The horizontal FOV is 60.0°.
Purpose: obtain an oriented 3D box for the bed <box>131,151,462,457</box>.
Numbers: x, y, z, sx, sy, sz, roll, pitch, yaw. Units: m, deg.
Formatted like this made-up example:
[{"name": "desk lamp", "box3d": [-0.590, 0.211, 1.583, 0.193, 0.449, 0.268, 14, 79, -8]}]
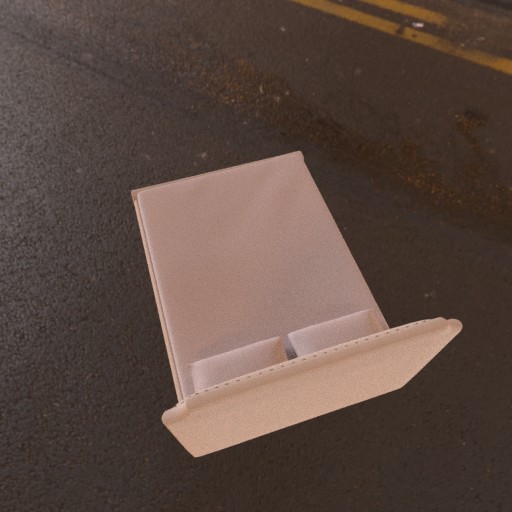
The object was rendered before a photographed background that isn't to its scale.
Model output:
[{"name": "bed", "box3d": [0.000, 0.000, 3.422, 1.712, 1.443, 2.372, -15, 60, -9]}]
